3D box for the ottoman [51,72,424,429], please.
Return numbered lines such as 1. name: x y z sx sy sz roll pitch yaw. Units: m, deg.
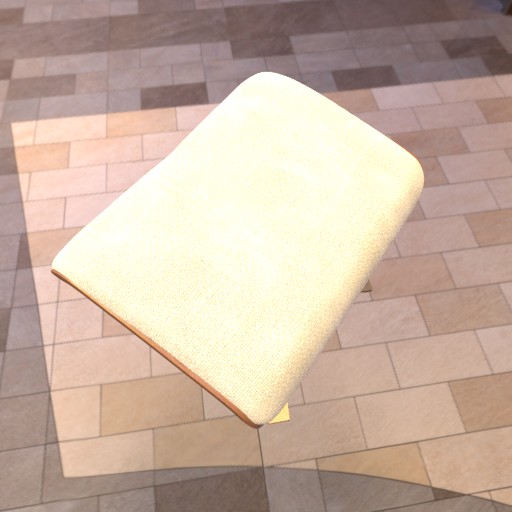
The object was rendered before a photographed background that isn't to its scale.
1. ottoman: 0.000 0.000 0.808 0.394 0.391 0.520 31 64 17
